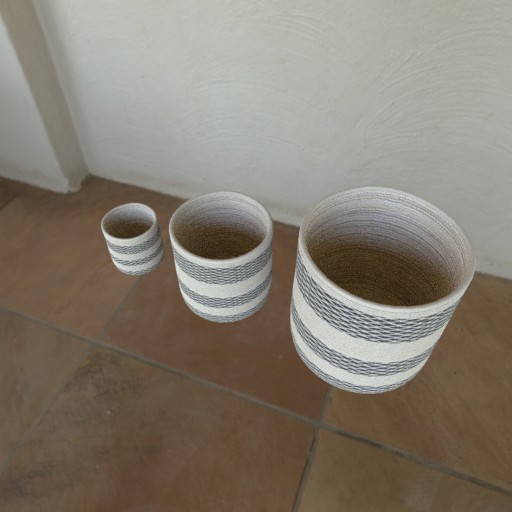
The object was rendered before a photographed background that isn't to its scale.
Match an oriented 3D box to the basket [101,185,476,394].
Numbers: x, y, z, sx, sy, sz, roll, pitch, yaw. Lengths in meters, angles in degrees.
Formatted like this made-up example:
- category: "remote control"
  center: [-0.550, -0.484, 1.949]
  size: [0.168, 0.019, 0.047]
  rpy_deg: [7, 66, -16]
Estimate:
- category: "basket"
  center: [0.000, 0.000, 1.095]
  size: [0.917, 0.356, 0.351]
  rpy_deg: [18, 50, 16]
